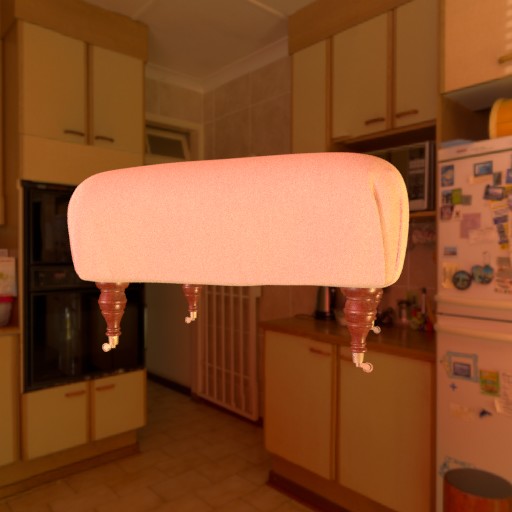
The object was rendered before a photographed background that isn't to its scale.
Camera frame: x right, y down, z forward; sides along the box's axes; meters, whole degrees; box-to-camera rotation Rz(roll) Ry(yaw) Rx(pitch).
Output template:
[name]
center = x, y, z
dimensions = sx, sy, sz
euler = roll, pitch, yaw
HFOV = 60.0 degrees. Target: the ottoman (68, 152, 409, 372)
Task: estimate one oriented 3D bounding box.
[ottoman]
center = 0.000, 0.000, 1.157
dimensions = 0.746, 0.450, 0.622
euler = 0, 1, 18
